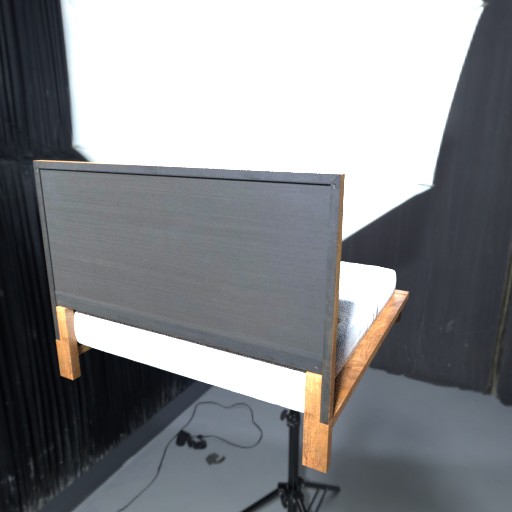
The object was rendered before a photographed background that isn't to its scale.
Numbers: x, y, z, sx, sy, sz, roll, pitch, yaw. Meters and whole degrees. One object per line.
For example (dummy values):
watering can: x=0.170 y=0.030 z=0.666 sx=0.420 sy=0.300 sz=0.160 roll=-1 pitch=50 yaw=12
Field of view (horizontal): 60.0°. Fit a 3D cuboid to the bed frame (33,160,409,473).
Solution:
bed frame: x=0.000 y=0.000 z=3.515 sx=2.038 sy=1.537 sz=2.235 roll=8 pitch=17 yaw=27
